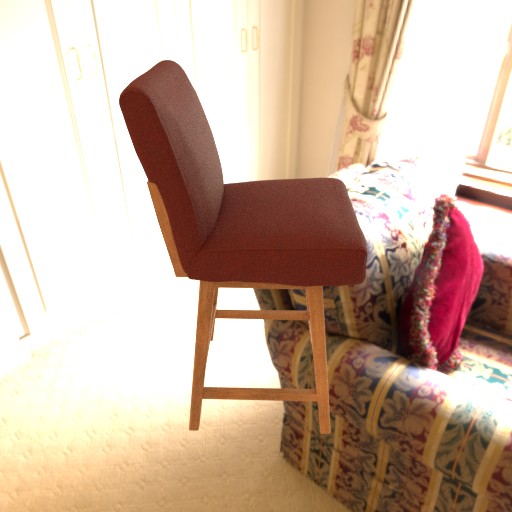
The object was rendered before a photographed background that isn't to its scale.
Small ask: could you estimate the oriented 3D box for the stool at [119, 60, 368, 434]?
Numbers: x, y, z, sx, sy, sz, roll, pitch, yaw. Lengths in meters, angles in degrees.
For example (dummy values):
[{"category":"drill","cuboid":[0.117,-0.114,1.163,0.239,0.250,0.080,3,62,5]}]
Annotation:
[{"category":"stool","cuboid":[0.000,0.000,1.321,0.562,1.038,0.468,1,32,1]}]
